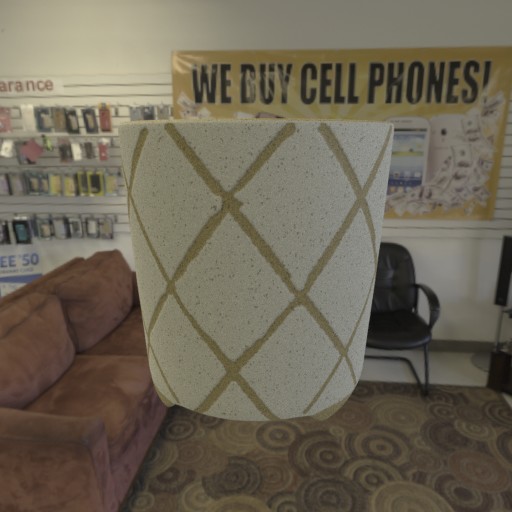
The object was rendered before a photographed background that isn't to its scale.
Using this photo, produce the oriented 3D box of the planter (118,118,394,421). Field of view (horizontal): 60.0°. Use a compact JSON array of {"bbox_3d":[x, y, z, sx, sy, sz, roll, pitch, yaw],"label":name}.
[{"bbox_3d":[0.000,0.000,0.411,0.228,0.235,0.228,0,15,0],"label":"planter"}]
